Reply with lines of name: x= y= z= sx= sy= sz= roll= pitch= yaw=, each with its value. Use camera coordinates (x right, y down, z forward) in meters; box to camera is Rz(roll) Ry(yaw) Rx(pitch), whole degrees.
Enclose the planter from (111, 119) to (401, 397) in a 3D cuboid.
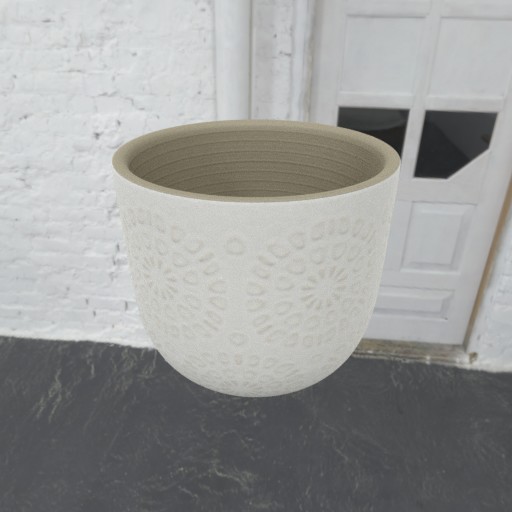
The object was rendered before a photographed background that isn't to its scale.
planter: x=0.000 y=0.000 z=0.223 sx=0.124 sy=0.109 sz=0.124 roll=0 pitch=29 yaw=0
